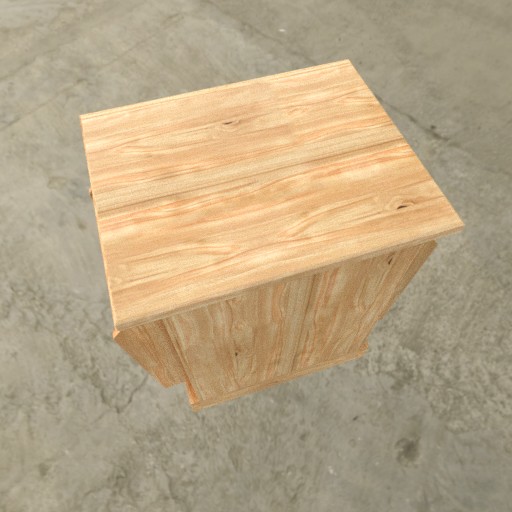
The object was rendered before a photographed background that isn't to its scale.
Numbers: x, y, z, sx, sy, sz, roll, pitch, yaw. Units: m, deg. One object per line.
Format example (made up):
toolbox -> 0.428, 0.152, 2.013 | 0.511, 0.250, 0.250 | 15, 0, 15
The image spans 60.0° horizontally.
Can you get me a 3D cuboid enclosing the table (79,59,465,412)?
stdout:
table -> 0.000, 0.000, 0.870 | 0.530, 0.515, 0.380 | -15, 60, -9
